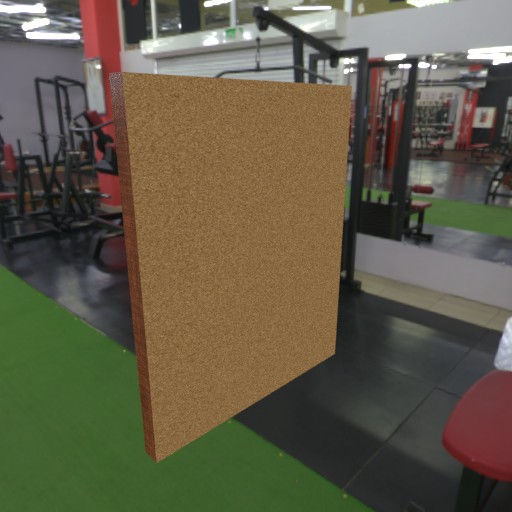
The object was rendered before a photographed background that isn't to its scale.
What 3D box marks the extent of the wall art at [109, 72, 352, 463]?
[{"bbox_3d":[0.000,0.000,0.771,0.467,0.567,0.033,-17,25,-42],"label":"wall art"}]
